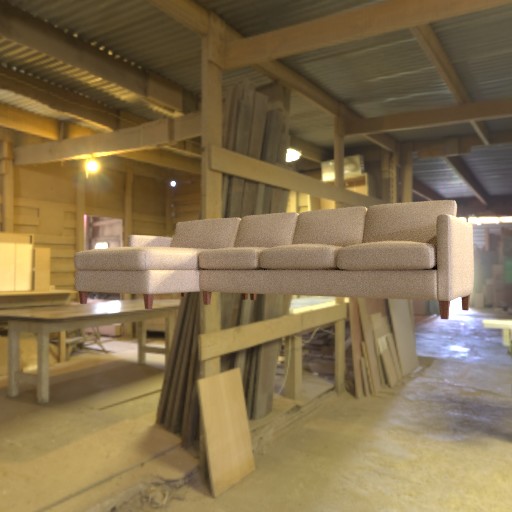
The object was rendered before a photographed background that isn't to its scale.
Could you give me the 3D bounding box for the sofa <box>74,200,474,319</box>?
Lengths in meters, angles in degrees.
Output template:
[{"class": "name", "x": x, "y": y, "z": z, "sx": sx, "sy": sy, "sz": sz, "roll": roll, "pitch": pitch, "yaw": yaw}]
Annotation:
[{"class": "sofa", "x": 0.000, "y": 0.000, "z": 3.821, "sx": 3.201, "sy": 0.876, "sz": 1.502, "roll": -1, "pitch": -2, "yaw": 35}]
